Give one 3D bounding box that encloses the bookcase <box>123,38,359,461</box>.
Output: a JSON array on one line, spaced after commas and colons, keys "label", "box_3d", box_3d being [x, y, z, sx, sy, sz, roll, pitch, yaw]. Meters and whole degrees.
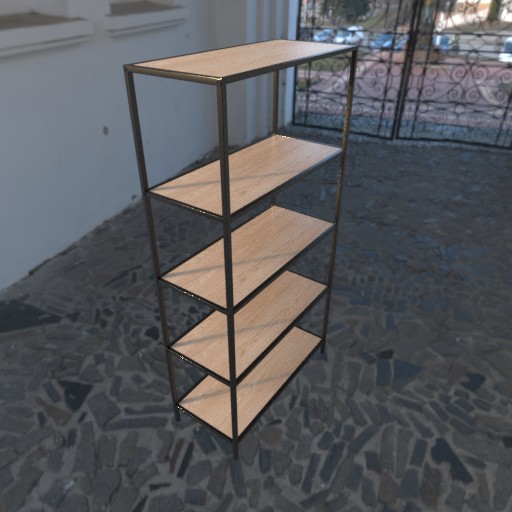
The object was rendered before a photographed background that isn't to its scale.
[{"label": "bookcase", "box_3d": [0.000, 0.000, 1.791, 0.350, 1.500, 0.770, 21, 38, 30]}]
